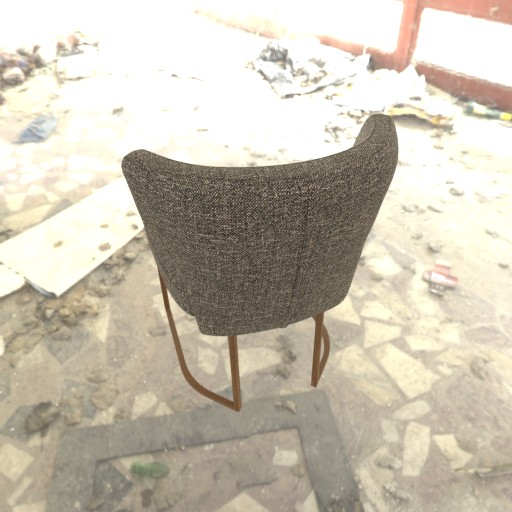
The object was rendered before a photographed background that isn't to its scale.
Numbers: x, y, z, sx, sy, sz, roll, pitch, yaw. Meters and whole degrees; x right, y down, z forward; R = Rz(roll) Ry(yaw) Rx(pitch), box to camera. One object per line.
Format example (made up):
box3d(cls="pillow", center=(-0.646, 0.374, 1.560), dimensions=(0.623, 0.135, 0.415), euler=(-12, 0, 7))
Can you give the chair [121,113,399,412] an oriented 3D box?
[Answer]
box3d(cls="chair", center=(0.000, 0.000, 1.241), dimensions=(0.611, 0.824, 0.617), euler=(-13, 42, -15))
